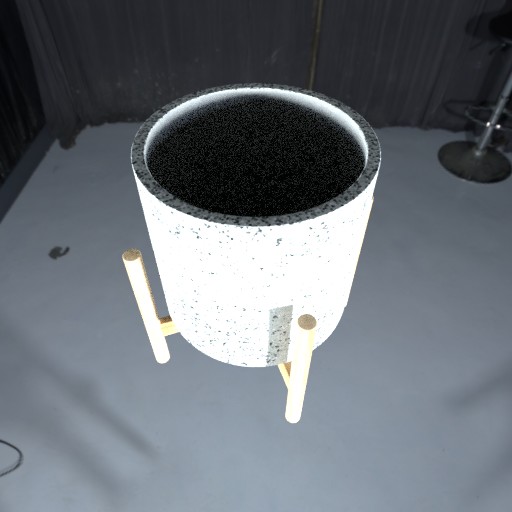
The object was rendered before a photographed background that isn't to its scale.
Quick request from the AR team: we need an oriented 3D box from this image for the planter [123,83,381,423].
[{"bbox_3d":[0.000,0.000,0.701,0.360,0.419,0.360,2,48,2],"label":"planter"}]
